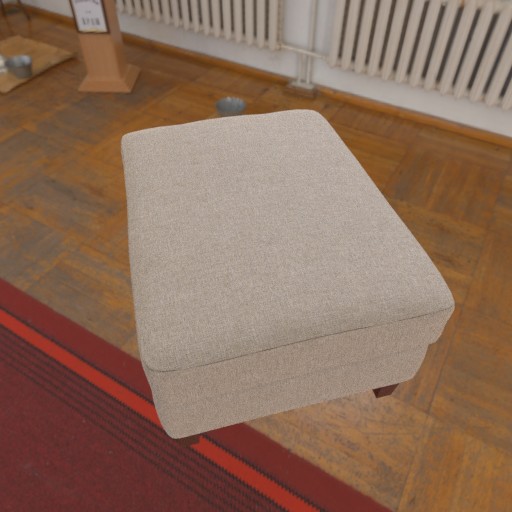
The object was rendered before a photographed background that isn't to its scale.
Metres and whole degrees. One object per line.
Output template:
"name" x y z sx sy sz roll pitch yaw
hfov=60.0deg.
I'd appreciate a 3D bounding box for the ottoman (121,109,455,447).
"ottoman" 0.000 0.000 1.307 0.677 0.519 0.898 -11 47 -10
